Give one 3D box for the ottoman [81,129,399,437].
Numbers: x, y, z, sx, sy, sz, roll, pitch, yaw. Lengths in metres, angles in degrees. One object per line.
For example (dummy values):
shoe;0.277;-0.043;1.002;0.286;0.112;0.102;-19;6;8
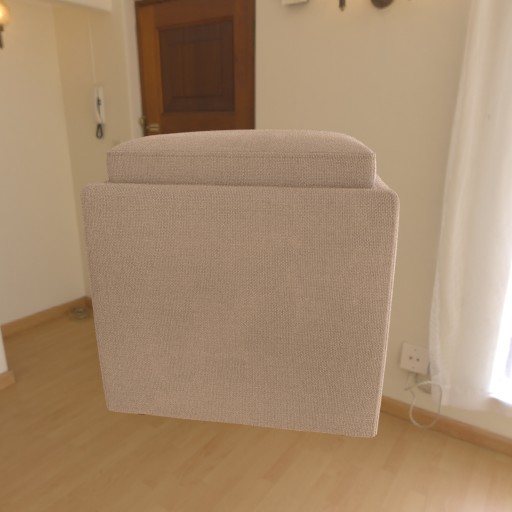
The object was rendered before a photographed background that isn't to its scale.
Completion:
ottoman;0.000;0.000;0.839;0.450;0.460;0.451;3;17;9
